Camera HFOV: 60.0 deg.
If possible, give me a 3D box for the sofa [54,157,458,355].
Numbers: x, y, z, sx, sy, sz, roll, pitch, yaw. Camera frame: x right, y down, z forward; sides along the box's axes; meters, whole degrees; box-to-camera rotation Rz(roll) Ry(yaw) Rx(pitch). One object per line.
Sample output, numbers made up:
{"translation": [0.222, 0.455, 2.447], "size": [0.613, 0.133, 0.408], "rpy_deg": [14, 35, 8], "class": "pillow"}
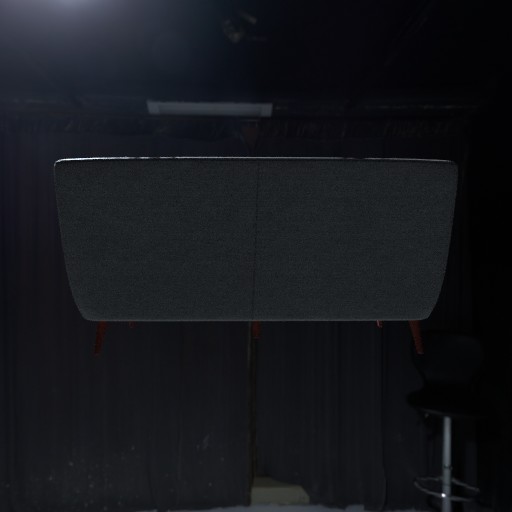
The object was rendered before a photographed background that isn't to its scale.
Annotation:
{"translation": [0.000, 0.000, 2.418], "size": [1.930, 0.897, 0.976], "rpy_deg": [0, 0, -1], "class": "sofa"}
